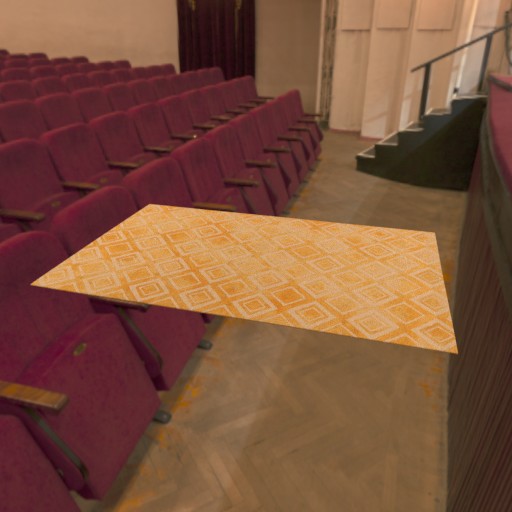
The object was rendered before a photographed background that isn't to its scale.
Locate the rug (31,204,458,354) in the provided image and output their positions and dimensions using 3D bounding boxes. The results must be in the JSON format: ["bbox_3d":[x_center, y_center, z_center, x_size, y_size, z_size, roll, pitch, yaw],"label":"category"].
[{"bbox_3d":[0.000,0.000,3.044,2.424,0.010,1.511,7,27,14],"label":"rug"}]
